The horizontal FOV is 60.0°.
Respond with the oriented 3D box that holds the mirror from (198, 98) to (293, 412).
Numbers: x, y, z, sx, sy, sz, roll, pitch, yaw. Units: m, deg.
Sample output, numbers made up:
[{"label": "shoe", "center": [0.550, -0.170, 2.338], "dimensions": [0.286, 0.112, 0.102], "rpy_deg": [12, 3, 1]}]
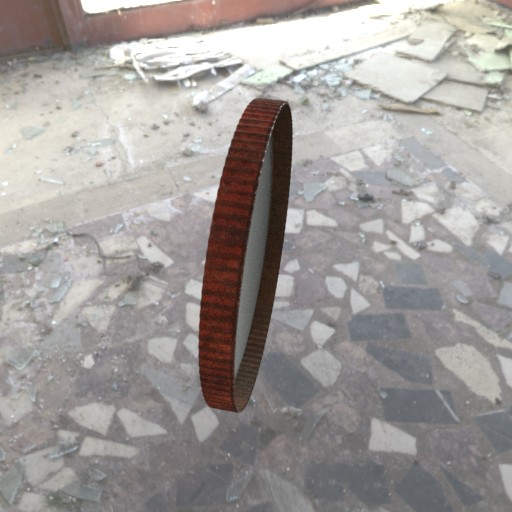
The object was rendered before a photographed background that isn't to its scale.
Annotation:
[{"label": "mirror", "center": [0.000, 0.000, 0.909], "dimensions": [0.056, 0.609, 0.609], "rpy_deg": [9, 48, 8]}]
